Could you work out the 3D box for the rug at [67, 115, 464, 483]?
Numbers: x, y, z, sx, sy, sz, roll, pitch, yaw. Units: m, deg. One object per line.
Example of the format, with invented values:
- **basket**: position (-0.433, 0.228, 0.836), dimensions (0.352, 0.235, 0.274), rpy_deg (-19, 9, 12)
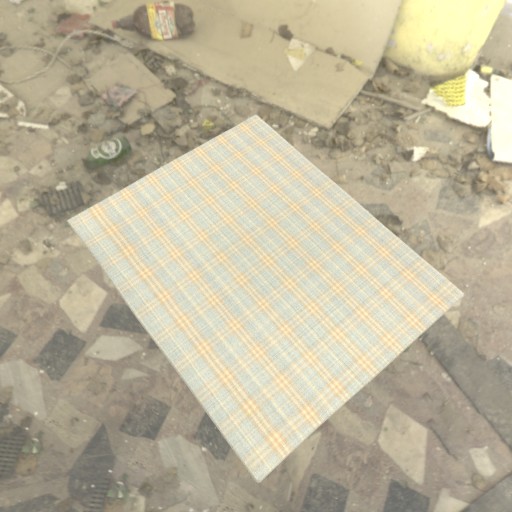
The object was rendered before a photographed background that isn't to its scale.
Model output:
- **rug**: position (0.000, 0.000, 4.281), dimensions (2.462, 0.030, 3.066), rpy_deg (-35, 66, -19)
